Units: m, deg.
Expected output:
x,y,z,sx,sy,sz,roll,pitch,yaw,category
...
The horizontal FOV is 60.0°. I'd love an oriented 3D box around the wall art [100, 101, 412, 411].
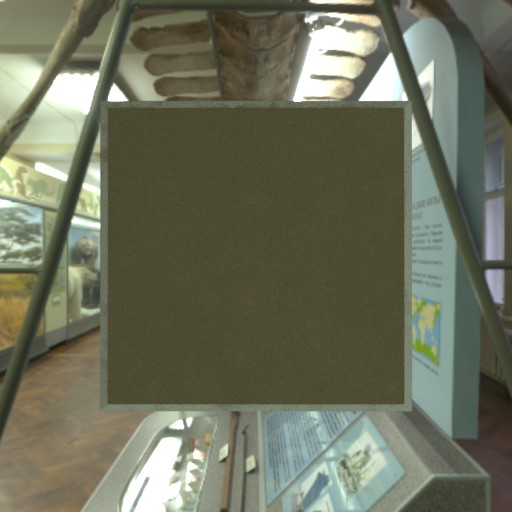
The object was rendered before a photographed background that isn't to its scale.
x,y,z,sx,sy,sz,roll,pitch,yaw,category
0.000,0.000,0.452,0.305,0.303,0.038,0,0,0,wall art
